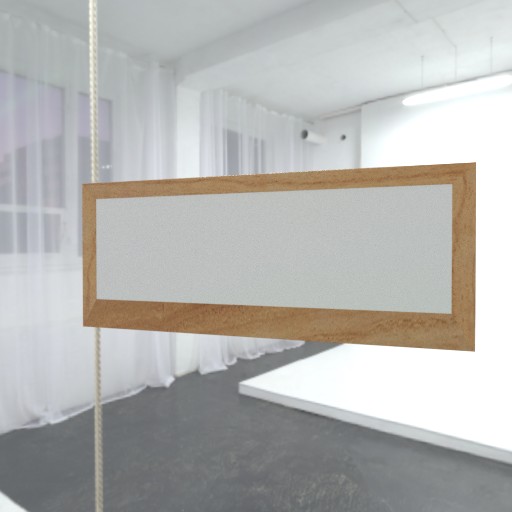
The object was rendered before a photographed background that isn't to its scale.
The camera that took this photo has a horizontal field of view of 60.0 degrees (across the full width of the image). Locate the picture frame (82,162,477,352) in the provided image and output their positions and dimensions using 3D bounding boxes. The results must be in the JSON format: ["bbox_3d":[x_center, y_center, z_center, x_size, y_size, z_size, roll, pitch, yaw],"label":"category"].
[{"bbox_3d":[0.000,0.000,0.656,0.582,0.234,0.045,0,1,18],"label":"picture frame"}]
